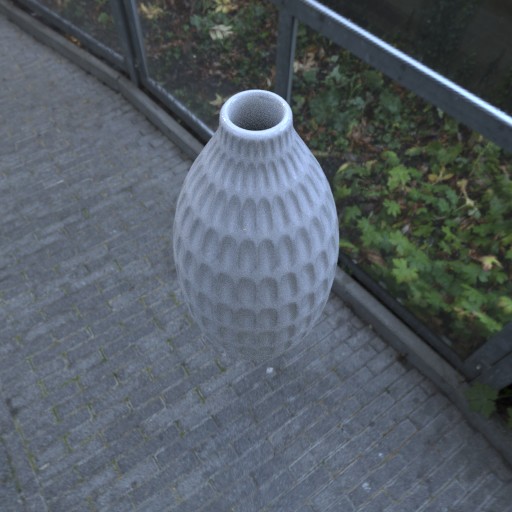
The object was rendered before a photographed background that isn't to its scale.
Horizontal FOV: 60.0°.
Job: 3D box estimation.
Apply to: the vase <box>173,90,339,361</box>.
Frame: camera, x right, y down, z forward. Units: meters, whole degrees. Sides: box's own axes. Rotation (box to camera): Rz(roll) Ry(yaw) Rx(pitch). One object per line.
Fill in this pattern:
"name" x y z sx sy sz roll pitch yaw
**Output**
"vase" 0.000 0.000 0.351 0.127 0.282 0.127 0 57 0
